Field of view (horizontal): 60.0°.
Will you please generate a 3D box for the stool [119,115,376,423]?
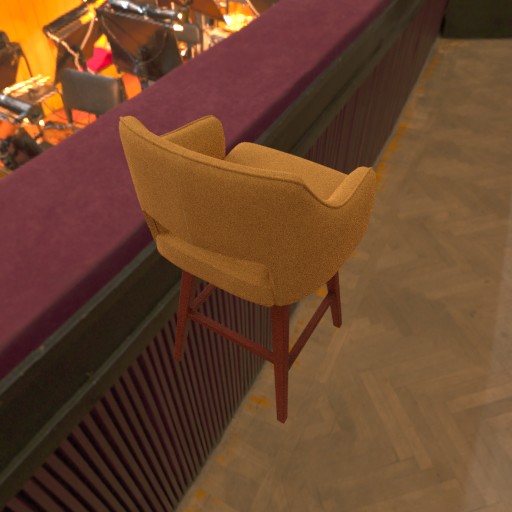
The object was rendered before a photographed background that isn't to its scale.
[{"bbox_3d":[0.000,0.000,1.329,0.548,1.012,0.558,24,51,21],"label":"stool"}]
